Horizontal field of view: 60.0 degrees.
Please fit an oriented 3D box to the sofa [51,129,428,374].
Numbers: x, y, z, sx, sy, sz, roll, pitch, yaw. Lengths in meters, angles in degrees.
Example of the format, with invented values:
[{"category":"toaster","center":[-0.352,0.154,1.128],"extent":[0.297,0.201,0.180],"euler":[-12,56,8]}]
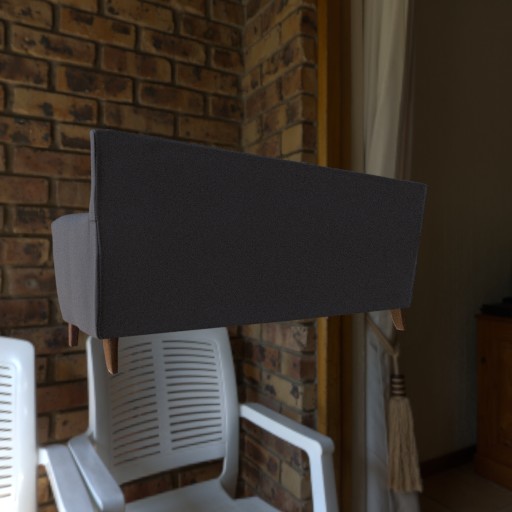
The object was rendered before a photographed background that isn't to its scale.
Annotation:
[{"category":"sofa","center":[0.000,0.000,2.465],"extent":[2.002,0.907,0.843],"euler":[0,-1,-36]}]
